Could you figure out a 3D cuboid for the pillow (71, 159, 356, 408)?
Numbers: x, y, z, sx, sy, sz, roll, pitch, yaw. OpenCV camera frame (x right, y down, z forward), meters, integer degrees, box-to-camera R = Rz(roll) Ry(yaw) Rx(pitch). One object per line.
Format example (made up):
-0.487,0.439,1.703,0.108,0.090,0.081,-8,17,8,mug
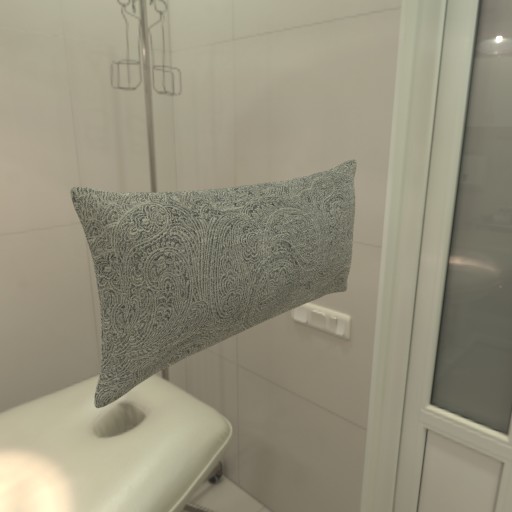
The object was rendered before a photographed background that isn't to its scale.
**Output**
0.000,0.000,0.761,0.151,0.295,0.615,15,22,41,pillow
